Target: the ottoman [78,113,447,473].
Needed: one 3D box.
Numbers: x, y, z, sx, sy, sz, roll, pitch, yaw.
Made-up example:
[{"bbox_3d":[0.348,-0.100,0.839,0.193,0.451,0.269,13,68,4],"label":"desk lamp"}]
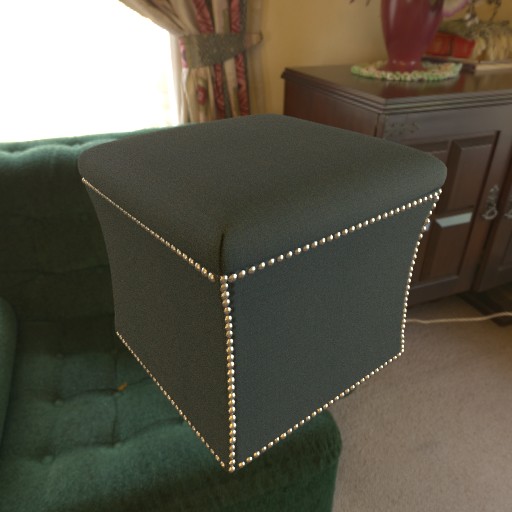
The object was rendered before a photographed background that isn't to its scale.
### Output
[{"bbox_3d":[0.000,0.000,0.899,0.507,0.475,0.497,-21,36,-33],"label":"ottoman"}]
